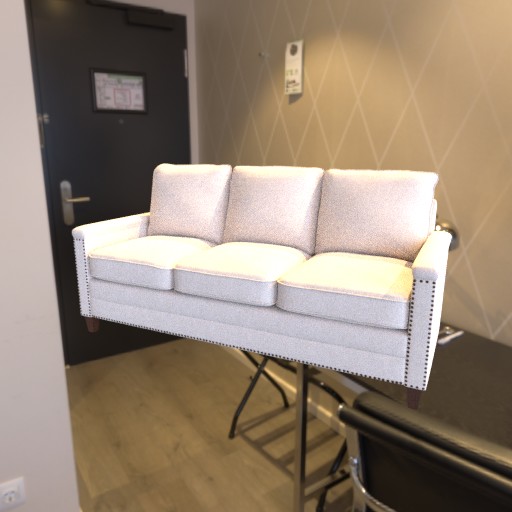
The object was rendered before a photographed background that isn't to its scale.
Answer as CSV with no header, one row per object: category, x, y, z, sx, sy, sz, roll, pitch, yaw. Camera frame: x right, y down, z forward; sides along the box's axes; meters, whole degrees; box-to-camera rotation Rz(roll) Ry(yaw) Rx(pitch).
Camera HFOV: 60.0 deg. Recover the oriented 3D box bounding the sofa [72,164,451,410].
sofa,0.000,0.000,2.444,1.925,0.961,0.828,7,15,25
